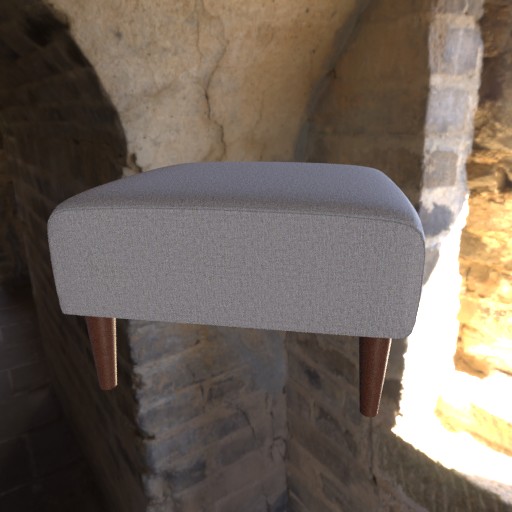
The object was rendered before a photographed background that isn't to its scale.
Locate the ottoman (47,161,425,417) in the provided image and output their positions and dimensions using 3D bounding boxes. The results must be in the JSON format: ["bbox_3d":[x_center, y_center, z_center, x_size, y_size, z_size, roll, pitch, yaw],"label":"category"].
[{"bbox_3d":[0.000,0.000,1.046,0.648,0.399,0.655,3,18,9],"label":"ottoman"}]
